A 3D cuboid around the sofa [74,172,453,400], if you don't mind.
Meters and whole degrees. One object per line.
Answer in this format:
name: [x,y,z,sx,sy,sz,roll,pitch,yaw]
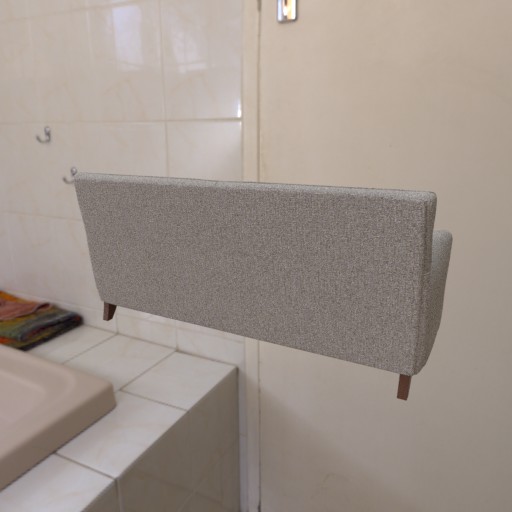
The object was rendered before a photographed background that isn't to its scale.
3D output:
sofa: [0.000,0.000,2.586,2.026,0.942,0.854,8,17,28]
